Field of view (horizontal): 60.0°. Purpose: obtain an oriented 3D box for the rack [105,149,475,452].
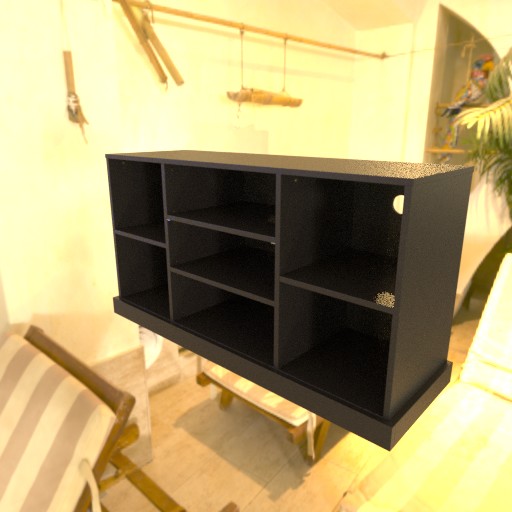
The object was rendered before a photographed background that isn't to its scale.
[{"bbox_3d":[0.000,0.000,1.482,1.206,0.635,0.399,14,22,40],"label":"rack"}]
